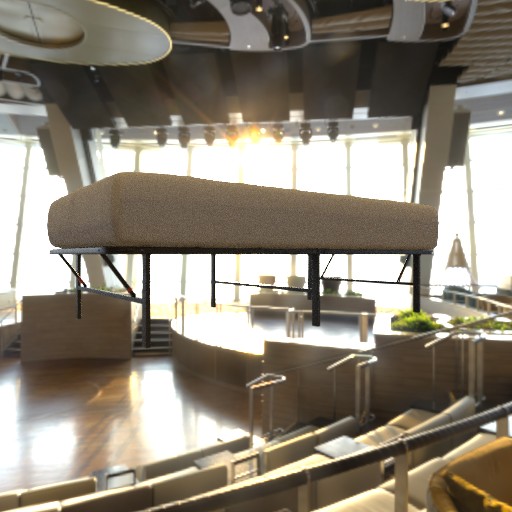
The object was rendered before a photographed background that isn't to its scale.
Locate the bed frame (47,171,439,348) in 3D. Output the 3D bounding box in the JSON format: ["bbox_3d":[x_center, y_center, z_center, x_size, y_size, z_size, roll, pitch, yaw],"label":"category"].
[{"bbox_3d":[0.000,0.000,2.395,1.908,0.640,1.025,0,0,-36],"label":"bed frame"}]
